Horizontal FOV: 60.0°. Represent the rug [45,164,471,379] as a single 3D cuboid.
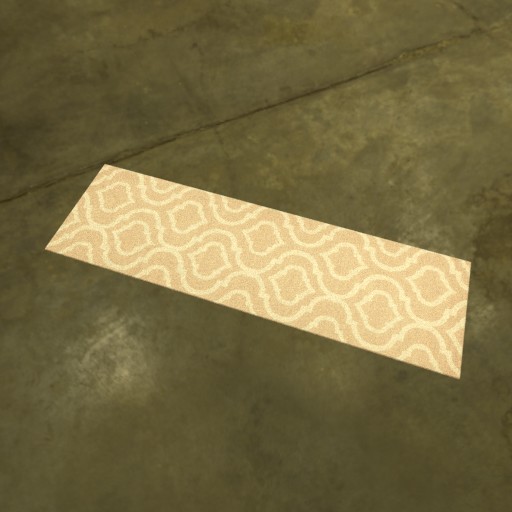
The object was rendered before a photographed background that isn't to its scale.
[{"bbox_3d":[0.000,0.000,2.484,2.289,0.013,0.691,16,59,10],"label":"rug"}]
